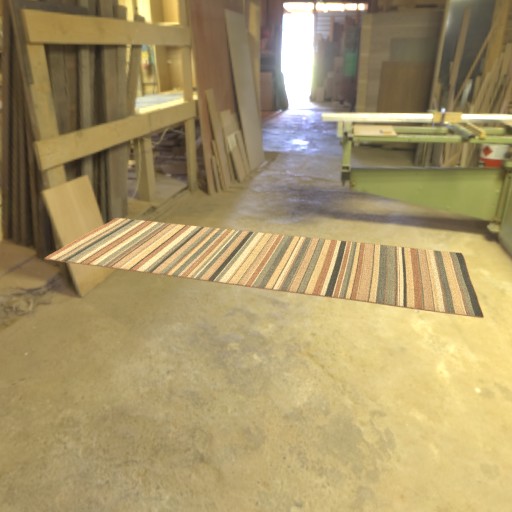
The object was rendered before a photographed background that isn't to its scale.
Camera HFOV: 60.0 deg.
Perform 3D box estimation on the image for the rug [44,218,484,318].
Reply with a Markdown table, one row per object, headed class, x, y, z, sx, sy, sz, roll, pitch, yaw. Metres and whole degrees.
| class | x | y | z | sx | sy | sz | roll | pitch | yaw |
| --- | --- | --- | --- | --- | --- | --- | --- | --- | --- |
| rug | 0.000 | 0.000 | 2.713 | 2.444 | 0.010 | 0.799 | 7 | 25 | 15 |
